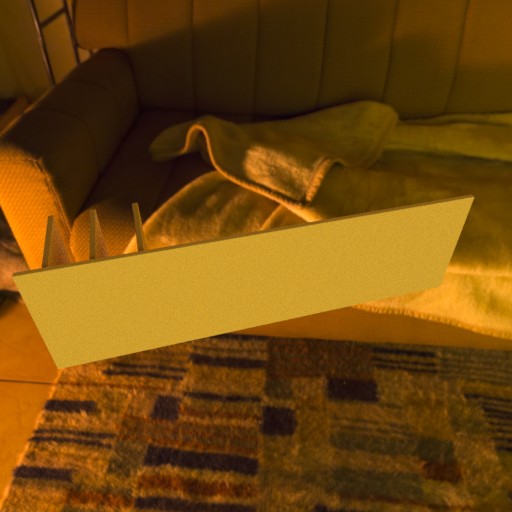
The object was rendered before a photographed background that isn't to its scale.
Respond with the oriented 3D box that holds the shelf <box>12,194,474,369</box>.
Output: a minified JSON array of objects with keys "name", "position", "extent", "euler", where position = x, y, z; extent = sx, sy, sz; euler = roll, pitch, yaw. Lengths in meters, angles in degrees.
[{"name":"shelf","position":[0.000,0.000,1.117],"extent":[1.020,0.300,0.200],"euler":[-10,42,-12]}]
